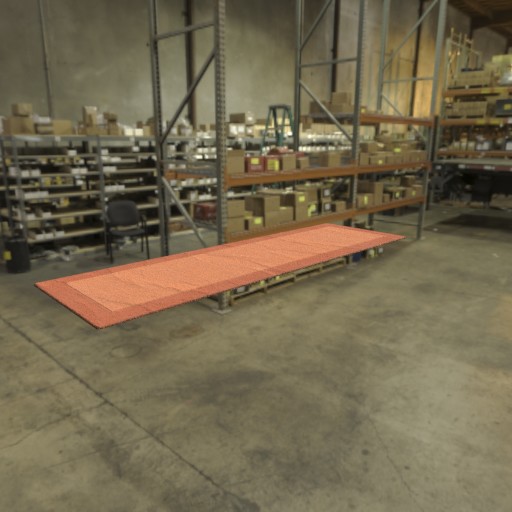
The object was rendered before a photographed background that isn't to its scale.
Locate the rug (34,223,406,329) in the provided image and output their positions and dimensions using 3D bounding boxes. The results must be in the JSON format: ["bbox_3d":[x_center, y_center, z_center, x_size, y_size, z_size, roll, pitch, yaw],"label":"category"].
[{"bbox_3d":[0.000,0.000,2.811,0.914,0.013,2.471,13,20,41],"label":"rug"}]
